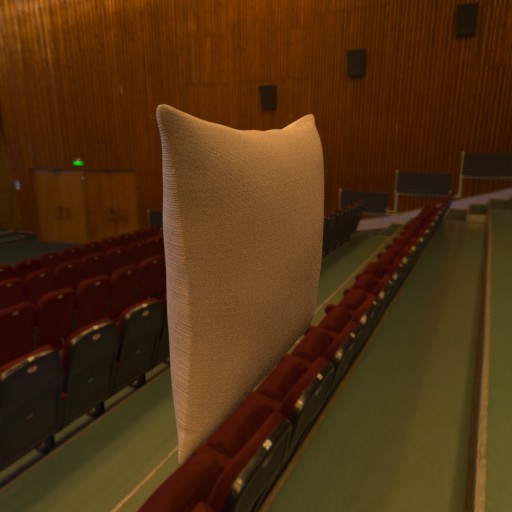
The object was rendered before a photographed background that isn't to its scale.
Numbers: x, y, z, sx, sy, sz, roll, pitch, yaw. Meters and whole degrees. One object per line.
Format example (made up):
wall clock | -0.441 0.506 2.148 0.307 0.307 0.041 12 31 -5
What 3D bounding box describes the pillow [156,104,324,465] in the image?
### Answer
pillow | 0.000 0.000 0.792 0.204 0.497 0.512 8 18 25
